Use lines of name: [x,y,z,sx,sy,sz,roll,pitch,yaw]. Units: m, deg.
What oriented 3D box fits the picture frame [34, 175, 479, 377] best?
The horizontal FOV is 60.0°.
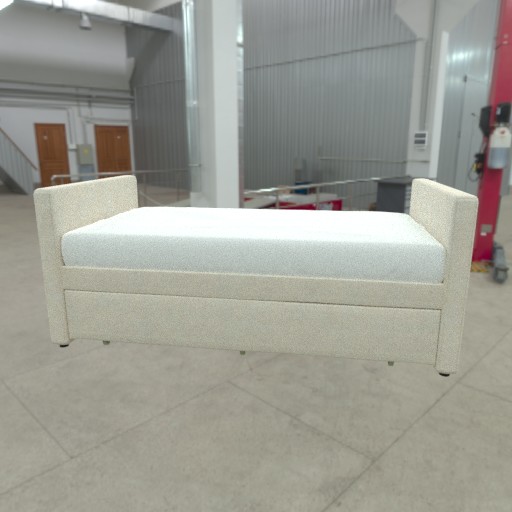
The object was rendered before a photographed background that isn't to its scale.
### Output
picture frame: [0.000,0.000,2.723,2.161,0.891,1.069,2,14,9]
